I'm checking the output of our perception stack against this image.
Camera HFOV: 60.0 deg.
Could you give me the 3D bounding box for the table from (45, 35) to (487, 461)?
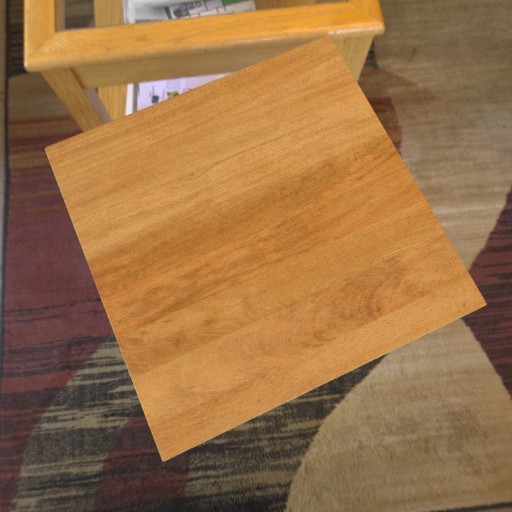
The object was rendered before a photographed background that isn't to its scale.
[{"bbox_3d":[0.000,0.000,1.037,0.599,0.500,0.599,-24,77,-6],"label":"table"}]
